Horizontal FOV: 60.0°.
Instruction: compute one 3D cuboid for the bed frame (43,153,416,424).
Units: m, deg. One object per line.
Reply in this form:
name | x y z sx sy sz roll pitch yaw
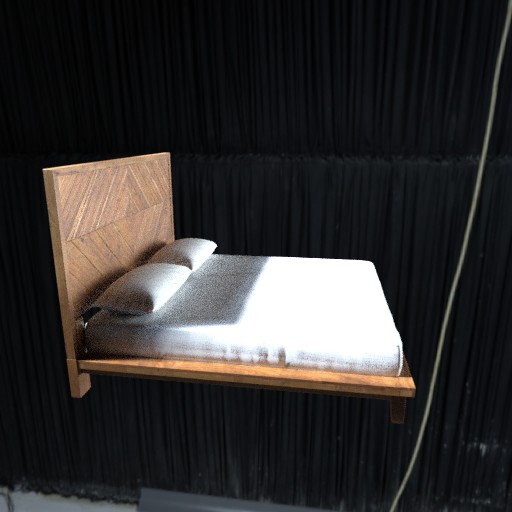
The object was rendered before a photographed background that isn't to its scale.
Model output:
bed frame | 0.000 0.000 3.628 2.235 1.537 2.038 2 16 9
